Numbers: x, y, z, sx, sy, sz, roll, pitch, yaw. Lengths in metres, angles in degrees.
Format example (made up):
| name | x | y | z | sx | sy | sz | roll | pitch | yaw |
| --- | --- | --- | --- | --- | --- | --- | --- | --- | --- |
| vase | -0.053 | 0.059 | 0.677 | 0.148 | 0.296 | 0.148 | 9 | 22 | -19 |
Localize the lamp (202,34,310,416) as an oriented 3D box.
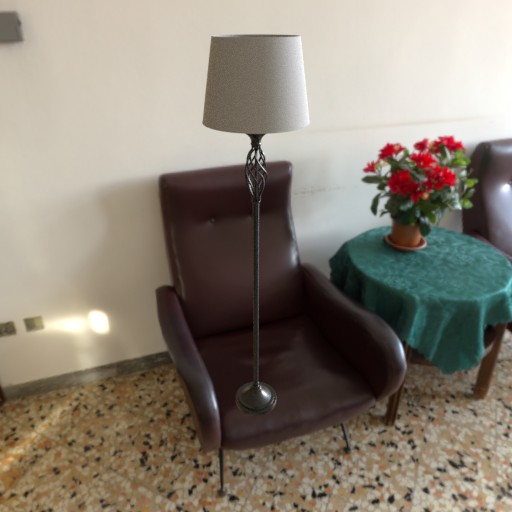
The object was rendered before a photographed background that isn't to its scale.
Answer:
| name | x | y | z | sx | sy | sz | roll | pitch | yaw |
| --- | --- | --- | --- | --- | --- | --- | --- | --- | --- |
| lamp | 0.000 | 0.000 | 1.823 | 0.379 | 1.623 | 0.379 | 0 | 28 | 0 |
